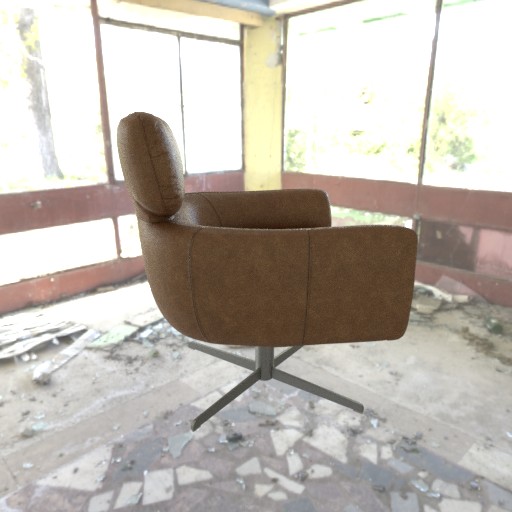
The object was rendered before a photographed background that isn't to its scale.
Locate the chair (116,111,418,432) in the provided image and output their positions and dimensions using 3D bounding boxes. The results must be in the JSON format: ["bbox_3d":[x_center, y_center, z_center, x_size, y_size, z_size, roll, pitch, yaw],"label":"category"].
[{"bbox_3d":[0.000,0.000,1.315,0.715,0.812,0.706,-3,16,-9],"label":"chair"}]
